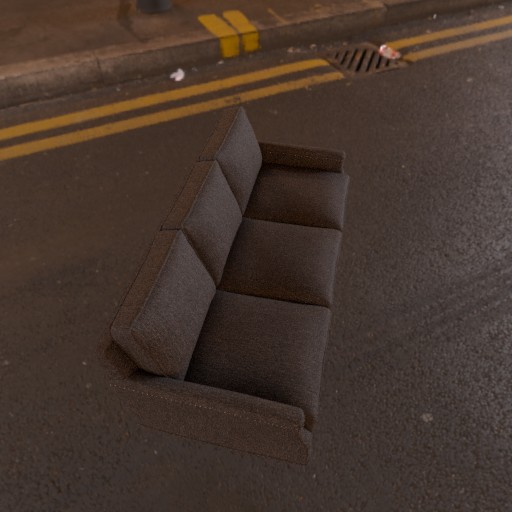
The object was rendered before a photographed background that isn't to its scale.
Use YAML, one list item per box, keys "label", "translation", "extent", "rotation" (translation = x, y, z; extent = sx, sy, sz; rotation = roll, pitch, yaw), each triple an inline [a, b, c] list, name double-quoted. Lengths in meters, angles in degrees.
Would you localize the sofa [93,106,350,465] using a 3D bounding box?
- label: "sofa"
  translation: [0.000, 0.000, 2.920]
  extent: [1.084, 1.003, 2.246]
  rotation: [10, 48, 9]
